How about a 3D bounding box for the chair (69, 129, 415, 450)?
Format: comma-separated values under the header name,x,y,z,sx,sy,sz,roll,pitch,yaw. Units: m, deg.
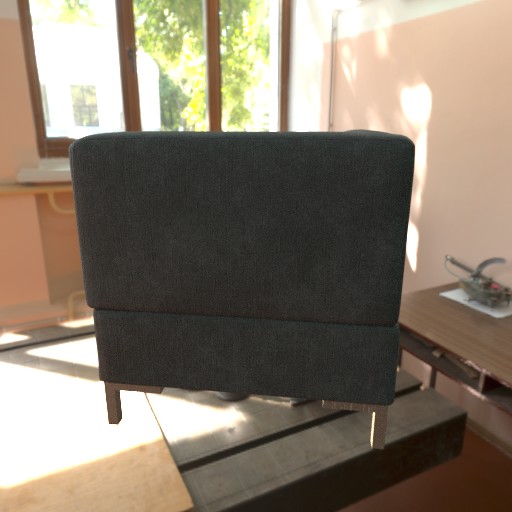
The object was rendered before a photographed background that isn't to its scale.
name,x,y,z,sx,sy,sz,roll,pitch,yaw
chair,0.000,0.000,1.205,0.680,0.660,0.680,2,17,8
